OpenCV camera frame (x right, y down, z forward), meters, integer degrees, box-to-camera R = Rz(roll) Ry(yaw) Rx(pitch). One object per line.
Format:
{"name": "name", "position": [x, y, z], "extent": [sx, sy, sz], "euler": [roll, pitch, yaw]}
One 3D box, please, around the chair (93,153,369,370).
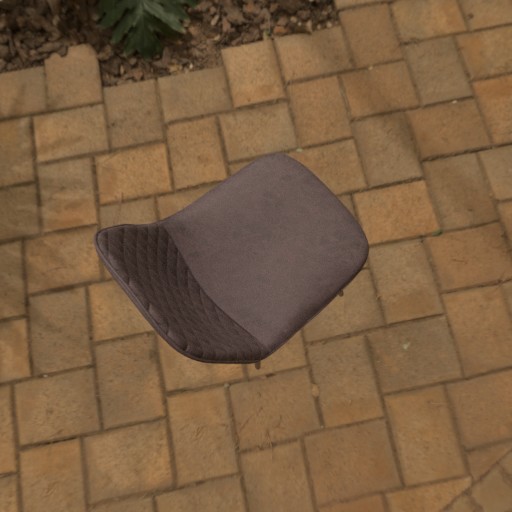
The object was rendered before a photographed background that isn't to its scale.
{"name": "chair", "position": [0.000, 0.000, 1.207], "extent": [0.561, 0.889, 0.472], "euler": [-39, 79, -9]}
